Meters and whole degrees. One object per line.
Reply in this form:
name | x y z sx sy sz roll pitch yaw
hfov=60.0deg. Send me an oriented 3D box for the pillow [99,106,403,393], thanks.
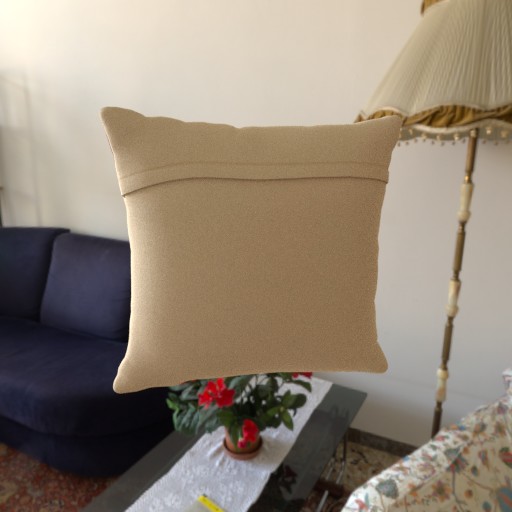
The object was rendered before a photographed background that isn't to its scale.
pillow | 0.000 0.000 0.799 0.536 0.506 0.229 -2 15 -8
